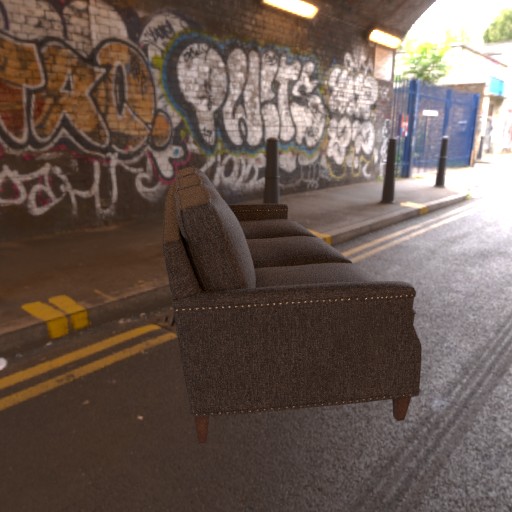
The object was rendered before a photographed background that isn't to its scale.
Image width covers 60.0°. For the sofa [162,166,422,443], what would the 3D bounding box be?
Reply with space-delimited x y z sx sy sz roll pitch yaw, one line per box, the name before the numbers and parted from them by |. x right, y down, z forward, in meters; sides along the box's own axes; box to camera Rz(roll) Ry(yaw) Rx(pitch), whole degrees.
sofa | 0.000 0.000 2.794 1.084 1.003 2.246 -3 16 -9
